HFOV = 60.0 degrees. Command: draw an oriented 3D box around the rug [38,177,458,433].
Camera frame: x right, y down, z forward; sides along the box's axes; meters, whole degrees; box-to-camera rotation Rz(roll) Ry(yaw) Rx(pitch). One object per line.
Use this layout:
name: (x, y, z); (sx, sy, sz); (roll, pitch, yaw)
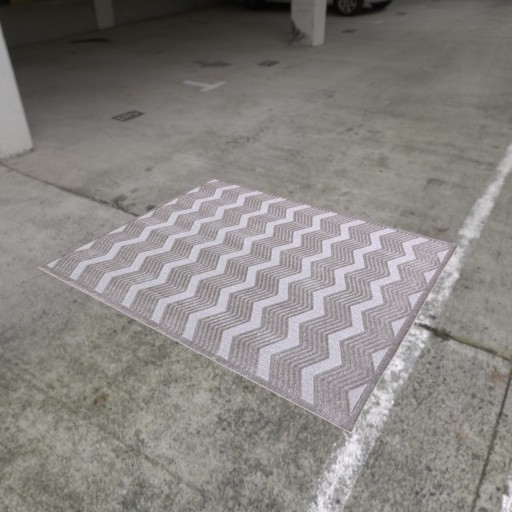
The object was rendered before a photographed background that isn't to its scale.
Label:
rug: (0.000, 0.000, 3.924); (2.880, 0.005, 2.391); (20, 38, 28)
